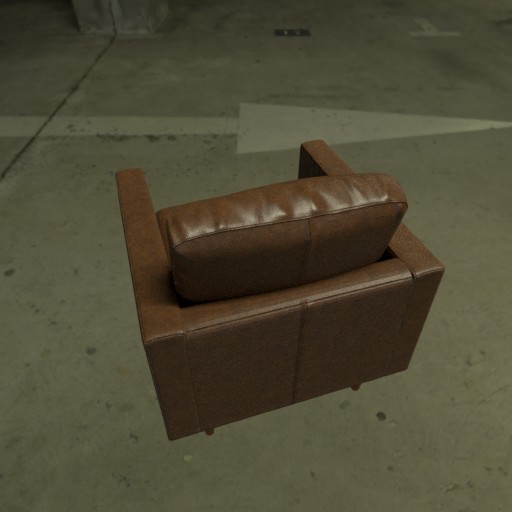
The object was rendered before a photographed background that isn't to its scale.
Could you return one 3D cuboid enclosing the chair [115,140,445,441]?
[{"bbox_3d":[0.000,0.000,1.663,0.890,0.956,0.909,-12,42,-14],"label":"chair"}]
